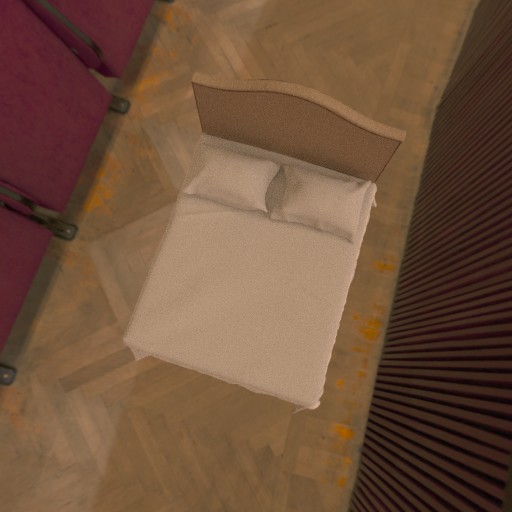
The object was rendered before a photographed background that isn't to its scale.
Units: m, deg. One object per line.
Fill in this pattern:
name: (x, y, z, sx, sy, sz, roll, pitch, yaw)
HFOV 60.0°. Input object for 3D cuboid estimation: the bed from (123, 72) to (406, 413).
bed: (0.000, 0.000, 3.535, 1.876, 1.645, 2.221, 17, 77, 4)
